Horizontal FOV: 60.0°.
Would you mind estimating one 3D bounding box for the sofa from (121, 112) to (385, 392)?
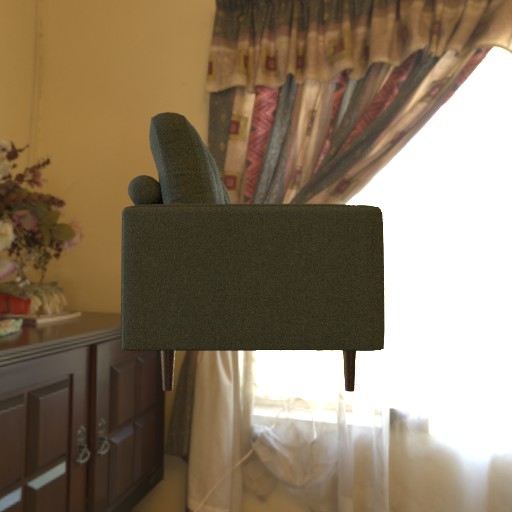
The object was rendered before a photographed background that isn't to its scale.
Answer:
[{"bbox_3d":[0.000,0.000,2.003,0.842,0.907,1.407,0,-2,1],"label":"sofa"}]
